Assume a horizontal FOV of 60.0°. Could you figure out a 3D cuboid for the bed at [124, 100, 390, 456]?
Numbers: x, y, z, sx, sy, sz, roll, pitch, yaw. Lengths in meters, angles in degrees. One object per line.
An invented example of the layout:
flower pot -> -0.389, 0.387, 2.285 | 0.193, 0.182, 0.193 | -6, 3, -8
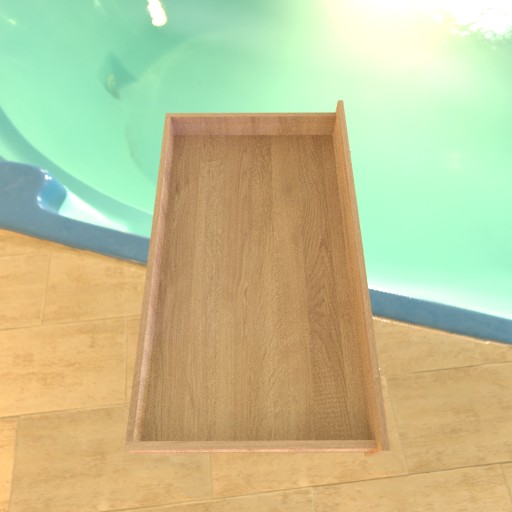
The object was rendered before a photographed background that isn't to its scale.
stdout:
bed -> 0.000, 0.000, 1.465 | 0.685, 0.209, 1.200 | 0, 62, 0
